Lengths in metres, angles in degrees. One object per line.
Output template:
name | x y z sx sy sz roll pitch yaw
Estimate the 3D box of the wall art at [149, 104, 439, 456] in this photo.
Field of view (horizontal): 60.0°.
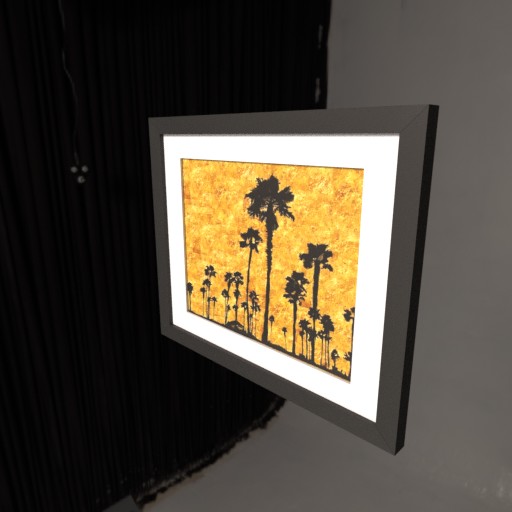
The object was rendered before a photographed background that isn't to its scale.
wall art | 0.000 0.000 0.748 0.561 0.460 0.028 14 21 42
